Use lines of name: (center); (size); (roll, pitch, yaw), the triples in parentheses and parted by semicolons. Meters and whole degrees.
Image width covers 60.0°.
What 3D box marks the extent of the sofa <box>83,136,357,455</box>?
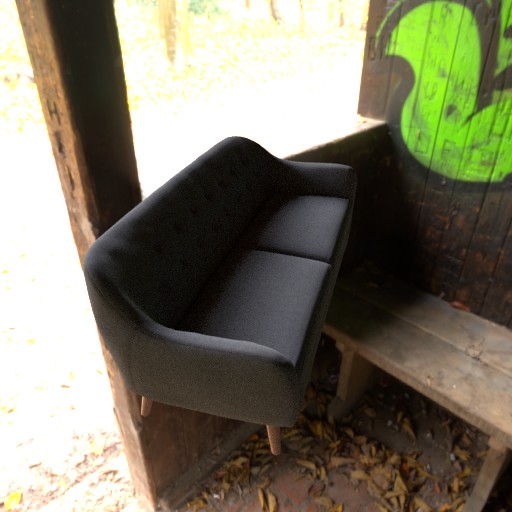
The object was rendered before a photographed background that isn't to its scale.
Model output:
sofa: (0.000, 0.000, 2.255); (0.820, 0.820, 1.840); (9, 33, 15)
